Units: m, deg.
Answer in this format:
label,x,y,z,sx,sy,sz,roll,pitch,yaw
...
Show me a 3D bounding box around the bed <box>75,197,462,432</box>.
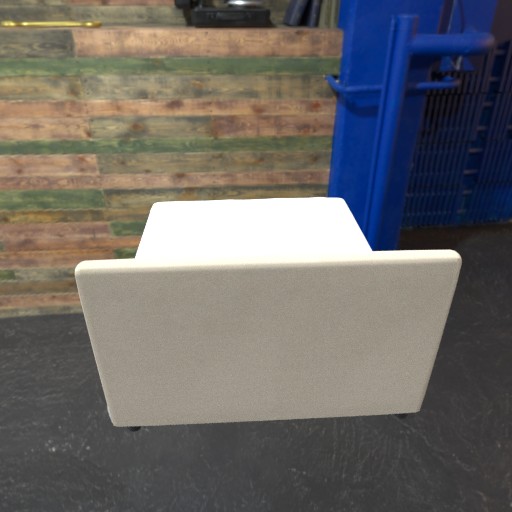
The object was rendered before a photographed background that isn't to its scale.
label,x,y,z,sx,sy,sz,roll,pitch,yaw
bed,0.000,0.000,3.591,2.119,1.317,2.319,-2,31,-3
